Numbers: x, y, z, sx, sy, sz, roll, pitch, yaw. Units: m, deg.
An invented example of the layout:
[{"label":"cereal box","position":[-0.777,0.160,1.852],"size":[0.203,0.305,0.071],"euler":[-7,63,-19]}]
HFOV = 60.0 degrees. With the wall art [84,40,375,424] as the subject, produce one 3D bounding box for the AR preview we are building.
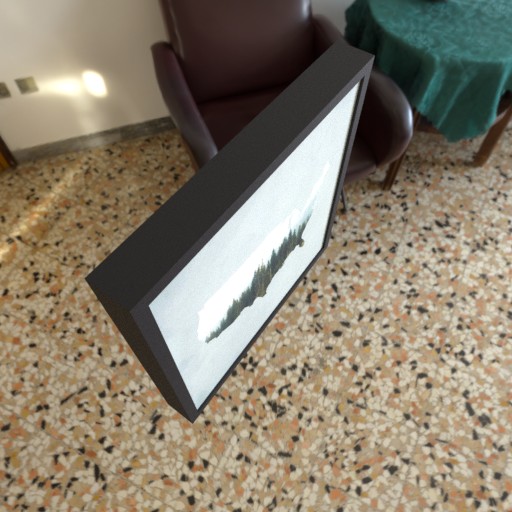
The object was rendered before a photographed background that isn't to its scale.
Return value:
[{"label":"wall art","position":[0.000,0.000,0.457],"size":[0.038,0.304,0.304],"euler":[31,63,18]}]
